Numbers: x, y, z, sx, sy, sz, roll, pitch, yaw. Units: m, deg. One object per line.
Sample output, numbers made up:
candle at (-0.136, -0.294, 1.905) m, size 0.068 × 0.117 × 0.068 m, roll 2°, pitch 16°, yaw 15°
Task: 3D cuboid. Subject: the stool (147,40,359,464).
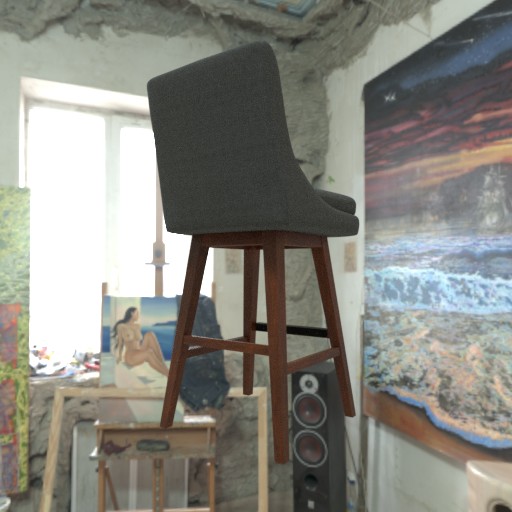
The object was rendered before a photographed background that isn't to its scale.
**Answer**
stool at (0.000, 0.000, 1.297) m, size 0.447 × 0.977 × 0.524 m, roll -1°, pitch -2°, yaw 36°
